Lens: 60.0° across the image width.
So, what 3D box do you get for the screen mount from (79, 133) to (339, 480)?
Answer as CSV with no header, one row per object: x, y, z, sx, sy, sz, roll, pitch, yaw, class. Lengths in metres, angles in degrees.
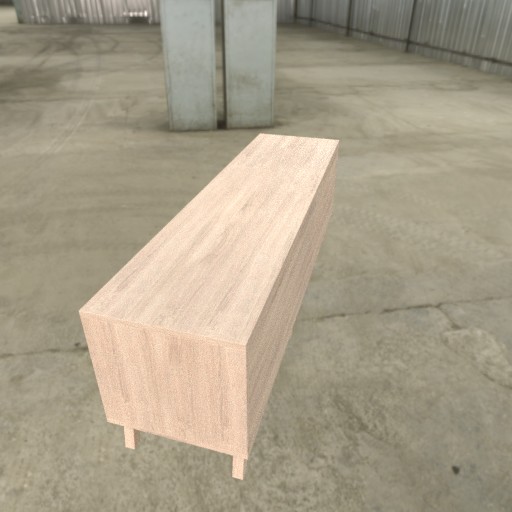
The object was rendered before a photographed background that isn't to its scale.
0.000,0.000,1.708,0.400,0.510,1.500,9,32,14,screen mount
